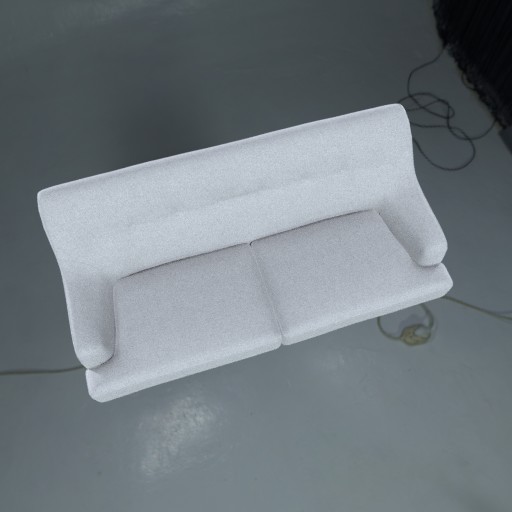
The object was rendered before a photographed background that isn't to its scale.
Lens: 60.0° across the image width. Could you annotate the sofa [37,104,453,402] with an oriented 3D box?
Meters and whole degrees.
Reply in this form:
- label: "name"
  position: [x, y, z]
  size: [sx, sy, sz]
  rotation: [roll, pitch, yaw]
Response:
- label: "sofa"
  position: [0.000, 0.000, 2.484]
  size: [2.057, 0.871, 0.978]
  rotation: [-16, 64, -8]
